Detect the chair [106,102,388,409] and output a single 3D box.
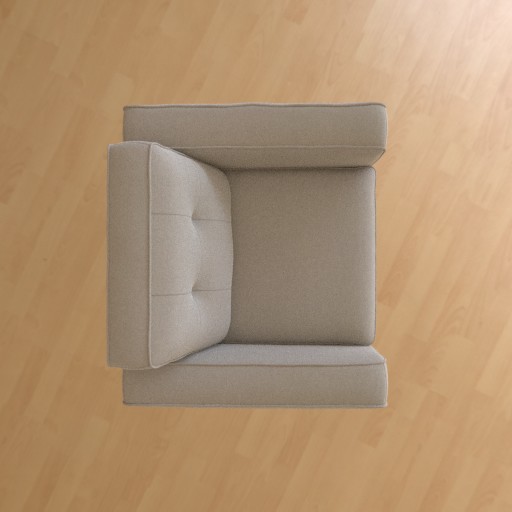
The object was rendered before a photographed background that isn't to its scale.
[{"bbox_3d":[0.000,0.000,1.734,0.953,0.779,1.115,0,90,1],"label":"chair"}]
